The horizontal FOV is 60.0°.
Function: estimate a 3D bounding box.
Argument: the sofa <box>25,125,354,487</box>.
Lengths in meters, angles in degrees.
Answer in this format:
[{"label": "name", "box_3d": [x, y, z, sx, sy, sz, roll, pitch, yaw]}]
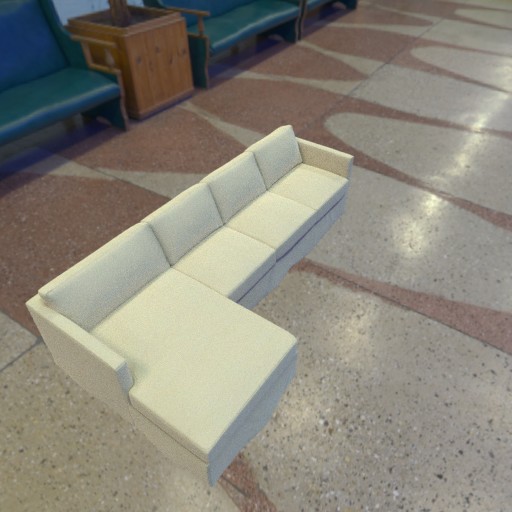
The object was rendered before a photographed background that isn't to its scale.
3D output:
[{"label": "sofa", "box_3d": [0.000, 0.000, 3.804, 1.650, 0.922, 3.205, 25, 48, 26]}]
